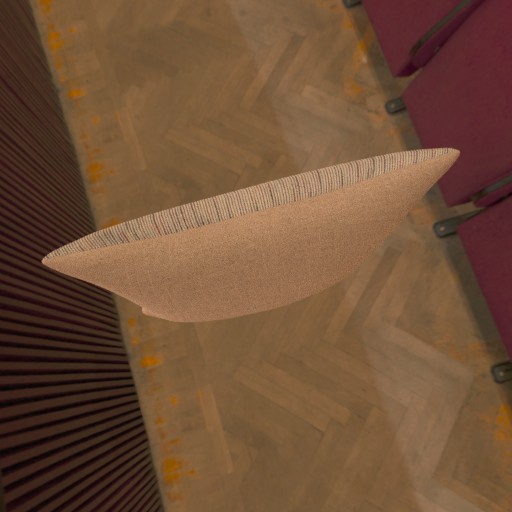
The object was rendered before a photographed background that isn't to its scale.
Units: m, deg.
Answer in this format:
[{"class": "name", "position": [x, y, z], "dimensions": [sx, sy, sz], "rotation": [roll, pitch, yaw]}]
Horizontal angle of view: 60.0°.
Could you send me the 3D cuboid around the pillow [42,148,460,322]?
[{"class": "pillow", "position": [0.000, 0.000, 0.755], "dimensions": [0.512, 0.506, 0.178], "rotation": [-15, 76, -4]}]
